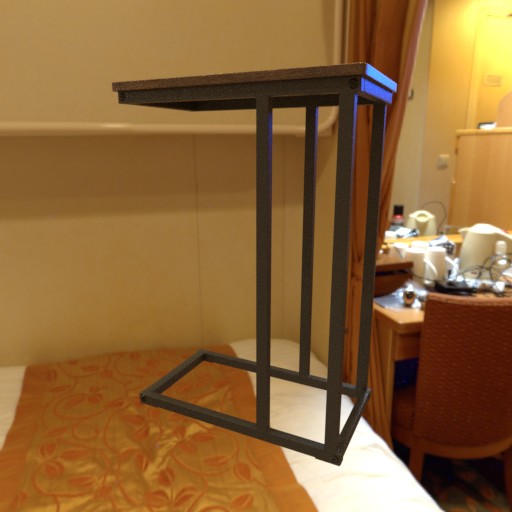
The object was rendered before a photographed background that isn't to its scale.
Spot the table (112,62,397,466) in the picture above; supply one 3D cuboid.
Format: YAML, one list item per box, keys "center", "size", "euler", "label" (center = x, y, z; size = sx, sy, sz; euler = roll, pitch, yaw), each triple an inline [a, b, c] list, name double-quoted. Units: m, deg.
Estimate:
- center: [0.000, 0.000, 0.871]
  size: [0.450, 0.637, 0.254]
  euler: [7, 16, 26]
  label: "table"
